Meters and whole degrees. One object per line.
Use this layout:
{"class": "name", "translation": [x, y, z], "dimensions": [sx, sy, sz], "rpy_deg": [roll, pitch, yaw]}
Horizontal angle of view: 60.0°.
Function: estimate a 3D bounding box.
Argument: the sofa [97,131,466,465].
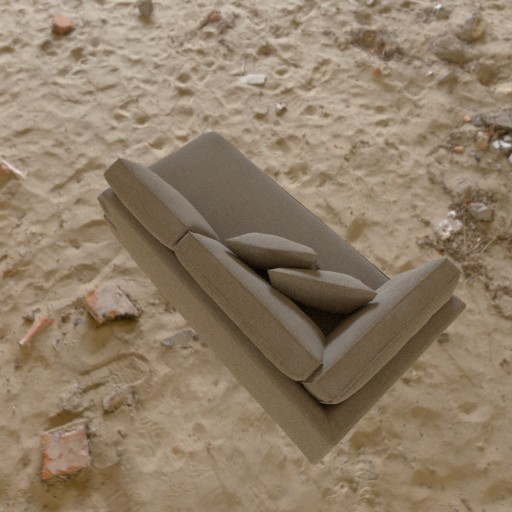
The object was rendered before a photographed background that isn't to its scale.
{"class": "sofa", "translation": [0.000, 0.000, 2.861], "dimensions": [1.110, 1.019, 2.238], "rpy_deg": [-37, 66, -20]}
